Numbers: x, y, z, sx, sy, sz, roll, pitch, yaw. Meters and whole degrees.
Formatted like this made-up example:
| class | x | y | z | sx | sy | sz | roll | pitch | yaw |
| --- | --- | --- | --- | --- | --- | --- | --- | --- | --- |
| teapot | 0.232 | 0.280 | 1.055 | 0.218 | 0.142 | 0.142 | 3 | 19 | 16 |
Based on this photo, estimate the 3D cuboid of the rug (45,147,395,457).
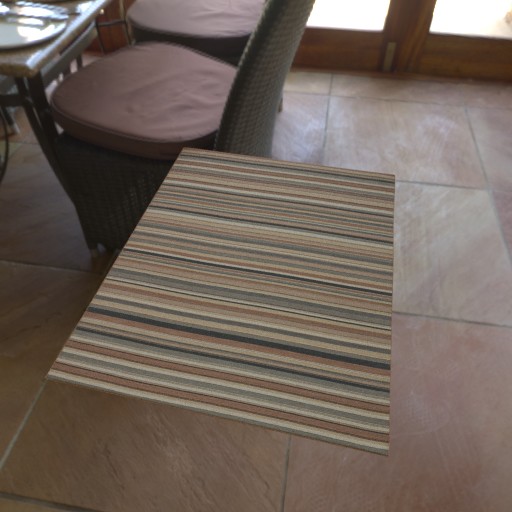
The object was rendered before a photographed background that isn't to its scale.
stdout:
| class | x | y | z | sx | sy | sz | roll | pitch | yaw |
| --- | --- | --- | --- | --- | --- | --- | --- | --- | --- |
| rug | 0.000 | 0.000 | 4.020 | 2.436 | 0.011 | 3.045 | 9 | 48 | 9 |
